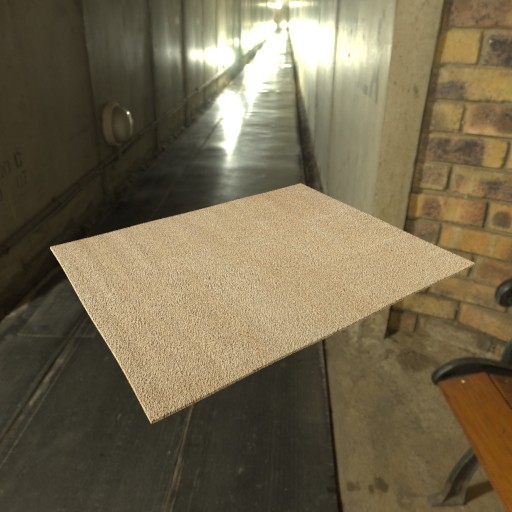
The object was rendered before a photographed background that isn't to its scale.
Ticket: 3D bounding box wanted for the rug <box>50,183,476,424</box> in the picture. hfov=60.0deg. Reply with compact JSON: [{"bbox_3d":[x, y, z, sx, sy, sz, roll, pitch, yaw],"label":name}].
[{"bbox_3d":[0.000,0.000,3.995,3.000,0.025,2.400,-19,35,-29],"label":"rug"}]
